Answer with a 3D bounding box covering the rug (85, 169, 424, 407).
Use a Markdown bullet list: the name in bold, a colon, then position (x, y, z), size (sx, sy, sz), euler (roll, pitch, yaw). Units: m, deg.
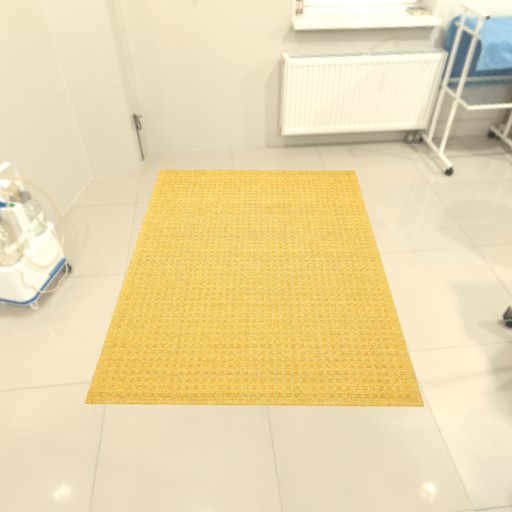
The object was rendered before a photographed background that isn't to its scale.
- **rug**: position (0.000, 0.000, 4.443), size (2.486, 0.015, 3.242), euler (0, 42, 0)
